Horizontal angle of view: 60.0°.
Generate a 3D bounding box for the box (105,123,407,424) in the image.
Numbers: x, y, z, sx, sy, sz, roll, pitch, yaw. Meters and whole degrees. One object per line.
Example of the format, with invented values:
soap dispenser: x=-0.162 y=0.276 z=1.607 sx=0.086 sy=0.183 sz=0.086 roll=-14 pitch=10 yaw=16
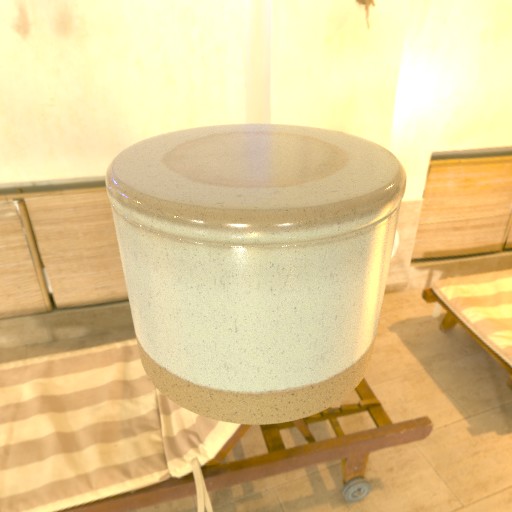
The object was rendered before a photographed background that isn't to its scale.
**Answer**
box: x=0.000 y=0.000 z=0.263 sx=0.154 sy=0.123 sz=0.154 roll=0 pitch=29 yaw=0
